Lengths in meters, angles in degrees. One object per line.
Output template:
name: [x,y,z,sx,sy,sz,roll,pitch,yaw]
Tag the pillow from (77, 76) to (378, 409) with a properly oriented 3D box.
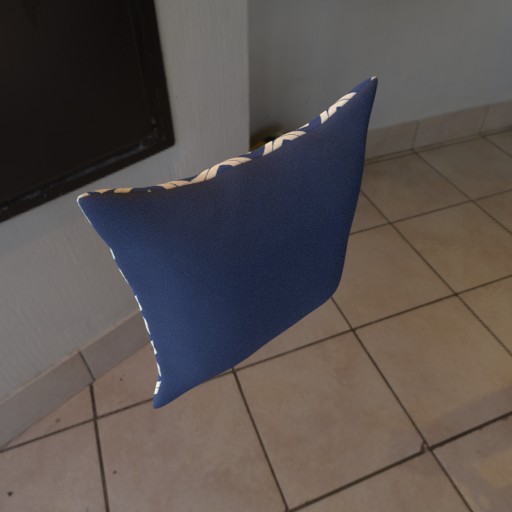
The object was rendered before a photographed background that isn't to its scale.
pillow: [0.000,0.000,0.767,0.504,0.494,0.188,-30,52,-27]
